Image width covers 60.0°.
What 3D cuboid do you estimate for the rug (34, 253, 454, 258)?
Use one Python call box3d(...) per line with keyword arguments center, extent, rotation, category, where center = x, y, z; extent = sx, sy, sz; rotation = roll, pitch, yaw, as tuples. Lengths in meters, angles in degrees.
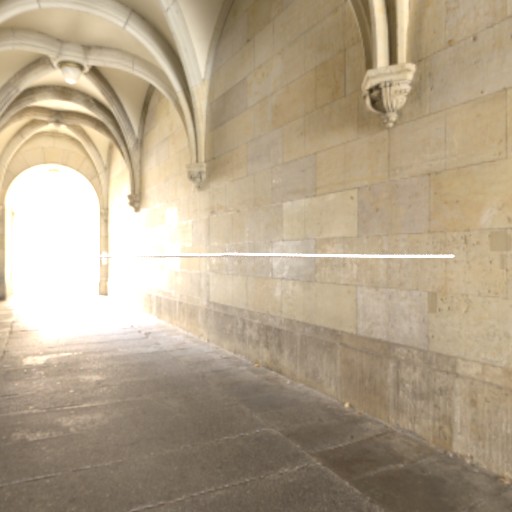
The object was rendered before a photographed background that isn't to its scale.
box3d(center=(0.000, 0.000, 2.354), extent=(1.820, 0.022, 1.179), rotation=(0, 0, 18), category="rug")
